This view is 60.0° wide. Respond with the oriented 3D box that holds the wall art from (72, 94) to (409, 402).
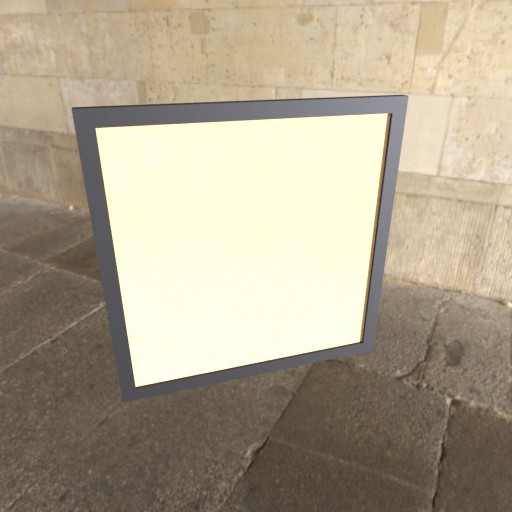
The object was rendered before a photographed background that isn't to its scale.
[{"bbox_3d":[0.000,0.000,0.534,0.356,0.356,0.013,-8,27,-15],"label":"wall art"}]
